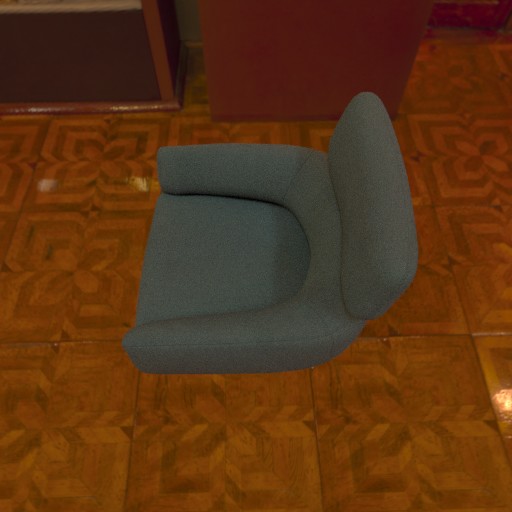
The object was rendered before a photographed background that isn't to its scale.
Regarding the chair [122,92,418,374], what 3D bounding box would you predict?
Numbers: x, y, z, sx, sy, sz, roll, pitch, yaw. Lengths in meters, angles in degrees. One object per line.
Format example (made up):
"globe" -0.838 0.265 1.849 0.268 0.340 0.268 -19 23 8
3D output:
"chair" 0.000 0.000 1.415 0.761 0.813 0.738 1 57 0
